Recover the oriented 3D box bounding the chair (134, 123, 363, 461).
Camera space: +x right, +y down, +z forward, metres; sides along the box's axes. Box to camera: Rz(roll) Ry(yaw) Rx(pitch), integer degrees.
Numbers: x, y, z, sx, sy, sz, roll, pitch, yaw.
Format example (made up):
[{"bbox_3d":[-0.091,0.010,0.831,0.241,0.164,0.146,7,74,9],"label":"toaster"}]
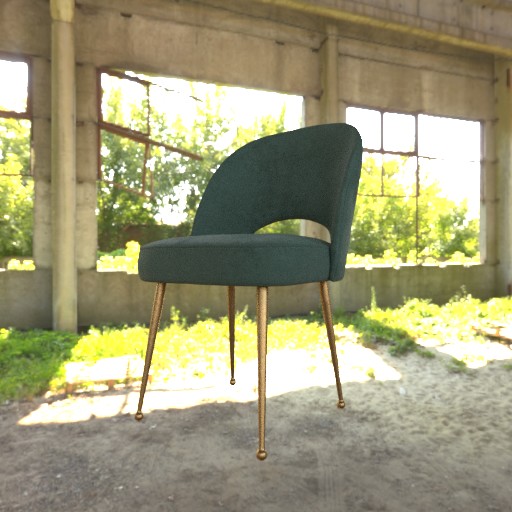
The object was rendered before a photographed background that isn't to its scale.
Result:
[{"bbox_3d":[0.000,0.000,1.247,0.527,0.860,0.577,0,0,36],"label":"chair"}]
